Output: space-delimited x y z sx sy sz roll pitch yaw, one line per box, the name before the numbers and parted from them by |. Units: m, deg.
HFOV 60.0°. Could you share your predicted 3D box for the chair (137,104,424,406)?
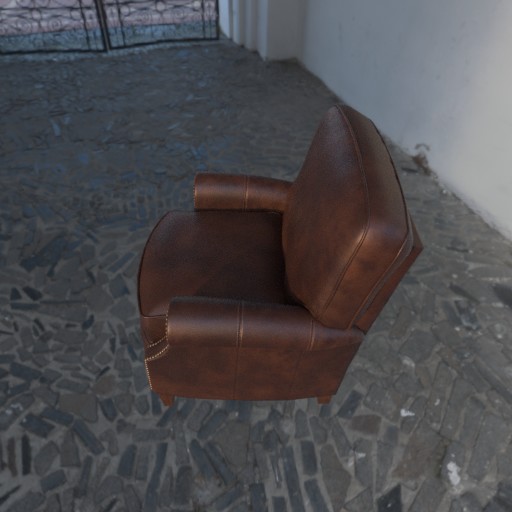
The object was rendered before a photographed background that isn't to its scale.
chair | 0.000 0.000 1.765 0.986 1.018 0.936 0 42 0
